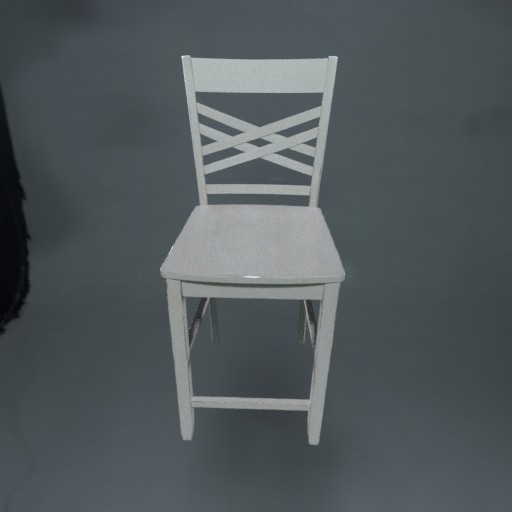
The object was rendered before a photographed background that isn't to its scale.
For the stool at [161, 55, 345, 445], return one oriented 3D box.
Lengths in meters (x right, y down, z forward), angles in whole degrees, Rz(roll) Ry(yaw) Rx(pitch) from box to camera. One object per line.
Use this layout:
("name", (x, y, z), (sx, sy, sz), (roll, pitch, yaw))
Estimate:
("stool", (0.000, 0.000, 1.363), (0.462, 1.079, 0.539), (1, 30, 2))
